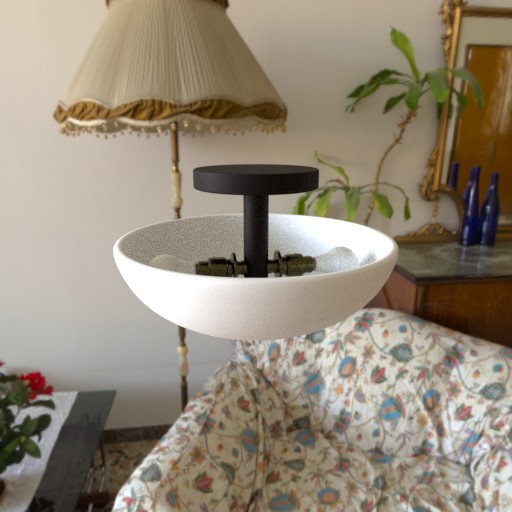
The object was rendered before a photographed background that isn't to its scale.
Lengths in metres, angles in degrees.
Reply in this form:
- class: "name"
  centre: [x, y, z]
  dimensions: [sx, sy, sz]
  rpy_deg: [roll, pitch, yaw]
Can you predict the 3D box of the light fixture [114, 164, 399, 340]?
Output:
- class: "light fixture"
  centre: [0.000, 0.000, 0.544]
  dimensions: [0.331, 0.212, 0.331]
  rpy_deg: [0, 16, 0]
